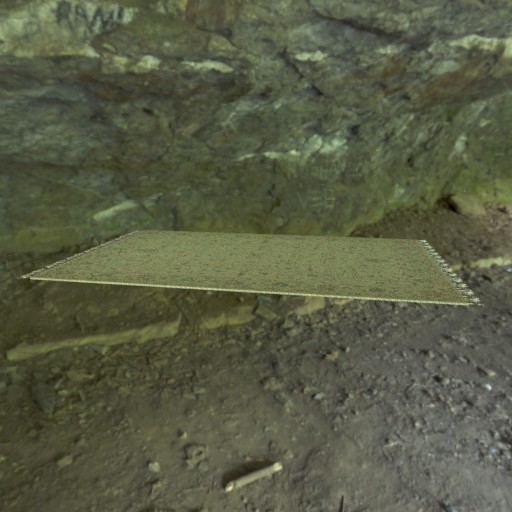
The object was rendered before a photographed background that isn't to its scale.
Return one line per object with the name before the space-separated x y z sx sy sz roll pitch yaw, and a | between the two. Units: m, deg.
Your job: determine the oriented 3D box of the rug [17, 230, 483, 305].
rug | 0.000 0.000 2.983 2.435 0.010 1.544 3 14 10
